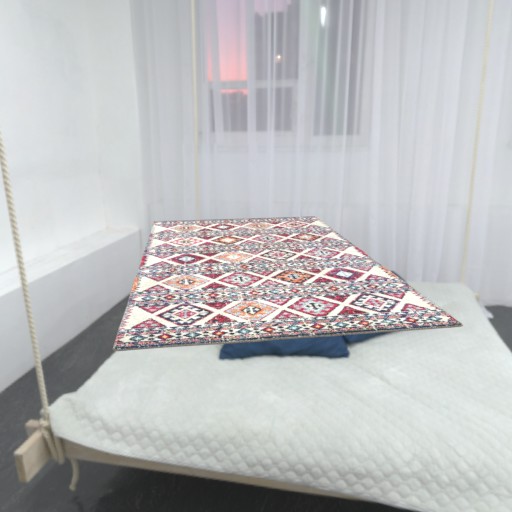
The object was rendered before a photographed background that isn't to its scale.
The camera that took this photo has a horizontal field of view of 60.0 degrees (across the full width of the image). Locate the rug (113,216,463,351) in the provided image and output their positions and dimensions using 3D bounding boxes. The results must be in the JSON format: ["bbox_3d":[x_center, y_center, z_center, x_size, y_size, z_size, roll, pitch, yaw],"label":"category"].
[{"bbox_3d":[0.000,0.000,3.042,1.545,0.010,2.440,-3,17,-8],"label":"rug"}]
